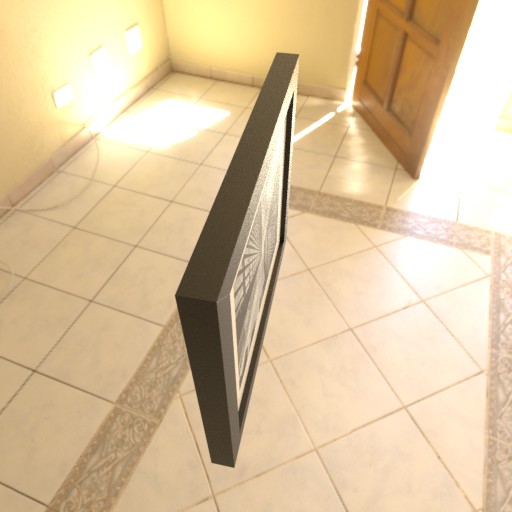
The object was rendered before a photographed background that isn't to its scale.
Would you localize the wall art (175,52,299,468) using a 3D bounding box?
[{"bbox_3d":[0.000,0.000,0.529,0.028,0.321,0.381,9,48,8],"label":"wall art"}]
